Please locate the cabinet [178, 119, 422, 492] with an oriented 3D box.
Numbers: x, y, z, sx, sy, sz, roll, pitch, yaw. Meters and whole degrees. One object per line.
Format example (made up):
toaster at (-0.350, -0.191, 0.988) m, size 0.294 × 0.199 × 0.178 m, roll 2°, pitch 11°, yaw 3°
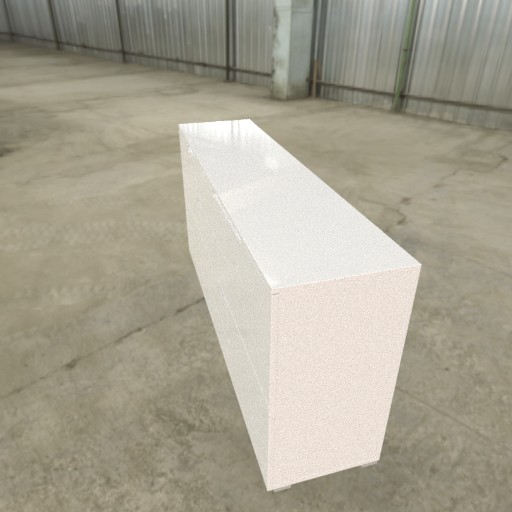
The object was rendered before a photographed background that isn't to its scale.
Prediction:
cabinet at (0.000, 0.000, 1.964) m, size 0.400 × 0.800 × 1.650 m, roll -8°, pitch 31°, yaw -14°
